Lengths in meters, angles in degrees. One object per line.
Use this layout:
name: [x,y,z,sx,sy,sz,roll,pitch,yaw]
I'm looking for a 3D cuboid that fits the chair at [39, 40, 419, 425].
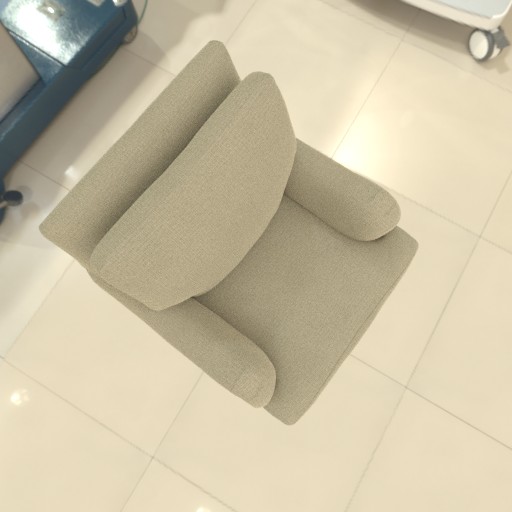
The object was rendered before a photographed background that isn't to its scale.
chair: [0.000,0.000,1.820,1.070,1.038,0.955,37,79,8]
